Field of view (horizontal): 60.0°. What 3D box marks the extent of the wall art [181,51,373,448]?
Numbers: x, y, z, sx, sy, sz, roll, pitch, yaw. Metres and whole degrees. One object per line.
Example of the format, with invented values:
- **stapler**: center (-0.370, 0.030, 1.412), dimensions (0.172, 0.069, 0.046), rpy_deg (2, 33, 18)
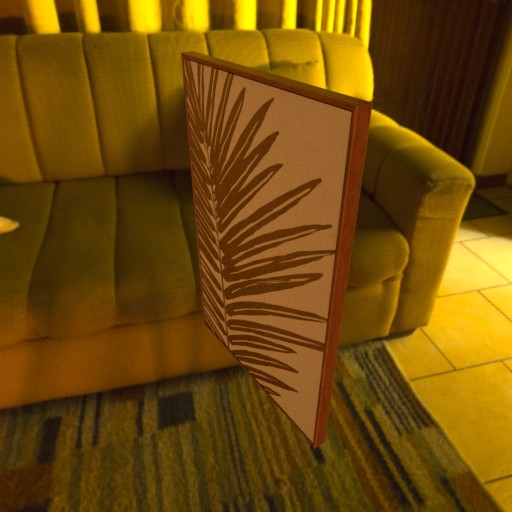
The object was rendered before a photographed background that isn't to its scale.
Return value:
- **wall art**: center (0.000, 0.000, 1.171), dimensions (0.037, 0.914, 0.610), rpy_deg (-21, 39, -29)
